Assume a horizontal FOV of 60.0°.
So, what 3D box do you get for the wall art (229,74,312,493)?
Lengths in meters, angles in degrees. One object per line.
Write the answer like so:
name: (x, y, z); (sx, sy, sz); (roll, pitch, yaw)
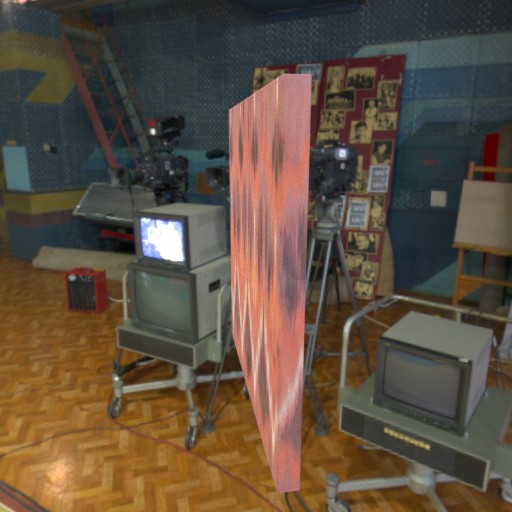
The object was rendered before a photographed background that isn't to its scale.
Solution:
wall art: (0.000, 0.000, 0.903); (0.037, 0.609, 0.603); (-2, 14, -9)
